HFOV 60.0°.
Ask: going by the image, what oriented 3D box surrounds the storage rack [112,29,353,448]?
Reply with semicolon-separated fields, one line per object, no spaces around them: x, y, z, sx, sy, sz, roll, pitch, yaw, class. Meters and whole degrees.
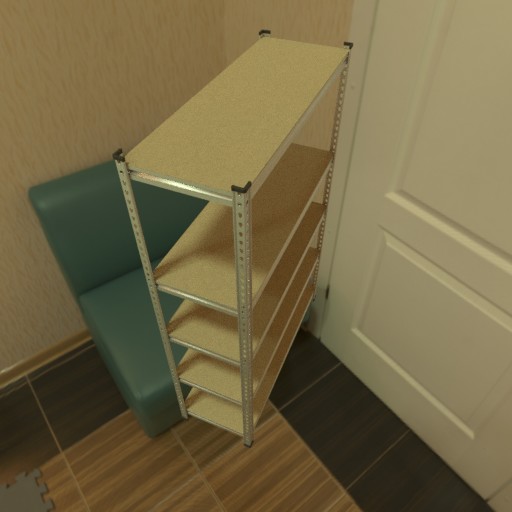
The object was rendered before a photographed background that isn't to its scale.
0.000;0.000;2.351;0.457;1.829;1.219;17;48;16;storage rack
